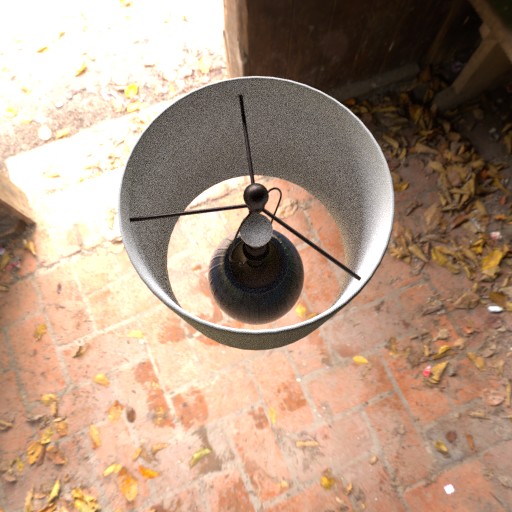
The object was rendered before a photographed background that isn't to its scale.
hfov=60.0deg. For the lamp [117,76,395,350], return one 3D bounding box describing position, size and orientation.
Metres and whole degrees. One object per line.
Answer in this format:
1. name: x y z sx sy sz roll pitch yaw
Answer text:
1. lamp: 0.000 0.000 0.785 0.329 0.570 0.329 36 78 9
